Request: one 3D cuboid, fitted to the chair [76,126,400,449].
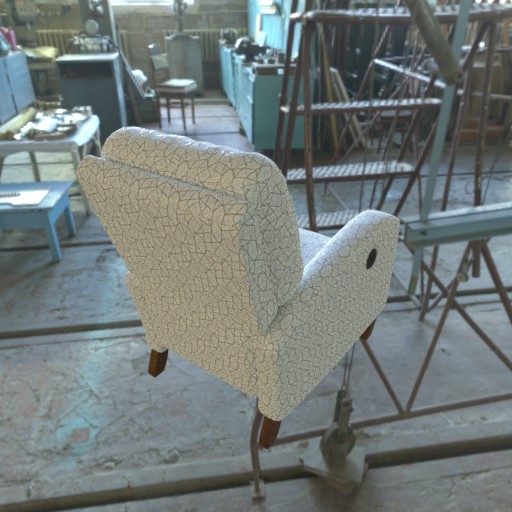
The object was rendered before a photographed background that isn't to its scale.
[{"bbox_3d":[0.000,0.000,1.740,0.796,1.064,0.995,20,36,31],"label":"chair"}]
